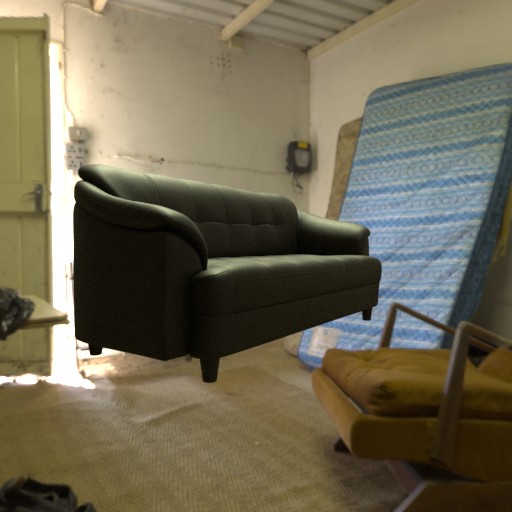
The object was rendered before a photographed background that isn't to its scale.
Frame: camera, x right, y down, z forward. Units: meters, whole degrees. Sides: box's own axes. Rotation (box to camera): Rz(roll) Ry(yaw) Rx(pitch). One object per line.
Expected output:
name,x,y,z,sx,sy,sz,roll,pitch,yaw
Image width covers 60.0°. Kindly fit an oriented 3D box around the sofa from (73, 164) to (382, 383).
sofa,0.000,0.000,2.284,0.800,0.811,1.829,1,2,35
